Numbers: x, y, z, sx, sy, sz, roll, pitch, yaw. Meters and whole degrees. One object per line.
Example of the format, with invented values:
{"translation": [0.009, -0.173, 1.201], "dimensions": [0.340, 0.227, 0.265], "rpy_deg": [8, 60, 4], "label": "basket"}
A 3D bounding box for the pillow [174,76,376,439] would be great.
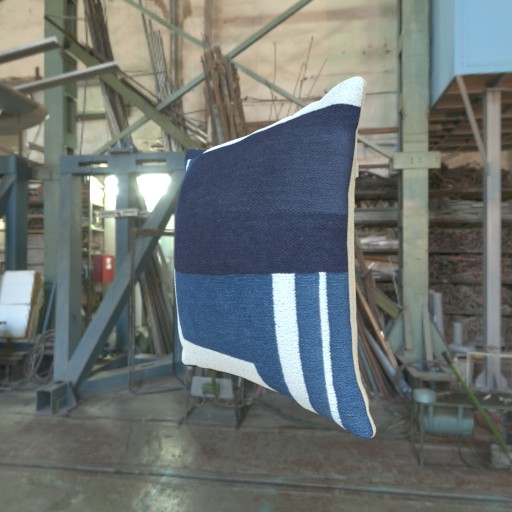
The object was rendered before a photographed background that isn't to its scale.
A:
{"translation": [0.000, 0.000, 0.818], "dimensions": [0.229, 0.506, 0.536], "rpy_deg": [0, 0, -37], "label": "pillow"}
